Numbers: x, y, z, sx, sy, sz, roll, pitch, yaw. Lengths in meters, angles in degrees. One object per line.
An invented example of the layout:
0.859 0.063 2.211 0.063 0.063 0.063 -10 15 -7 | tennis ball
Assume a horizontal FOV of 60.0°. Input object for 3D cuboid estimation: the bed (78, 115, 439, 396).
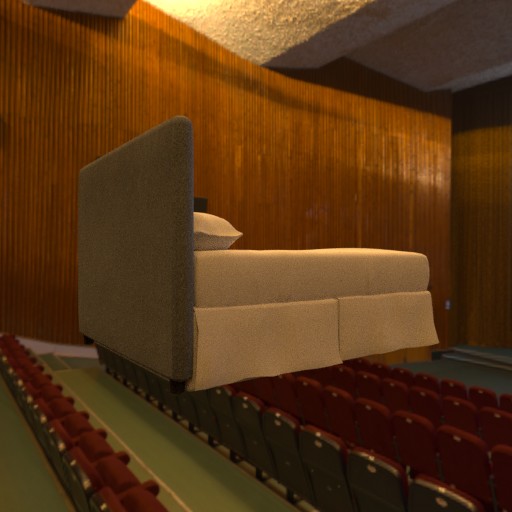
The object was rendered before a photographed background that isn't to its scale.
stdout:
0.000 0.000 3.304 2.142 1.330 1.713 0 0 -36 | bed
